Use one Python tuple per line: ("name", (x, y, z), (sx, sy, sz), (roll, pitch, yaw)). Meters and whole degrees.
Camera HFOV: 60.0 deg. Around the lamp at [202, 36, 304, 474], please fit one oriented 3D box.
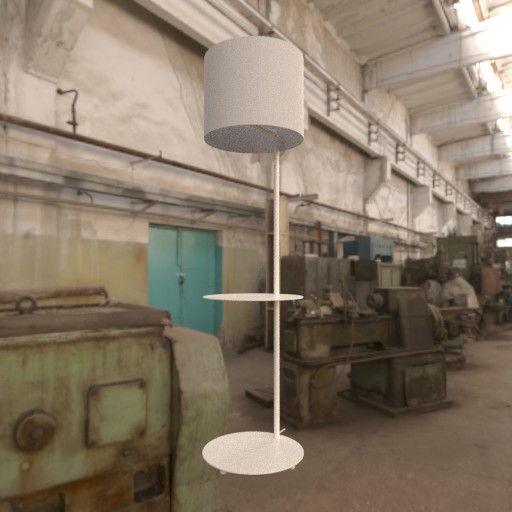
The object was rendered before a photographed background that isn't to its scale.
("lamp", (0.000, 0.000, 1.661), (0.372, 1.465, 0.405), (-1, -2, 36))
